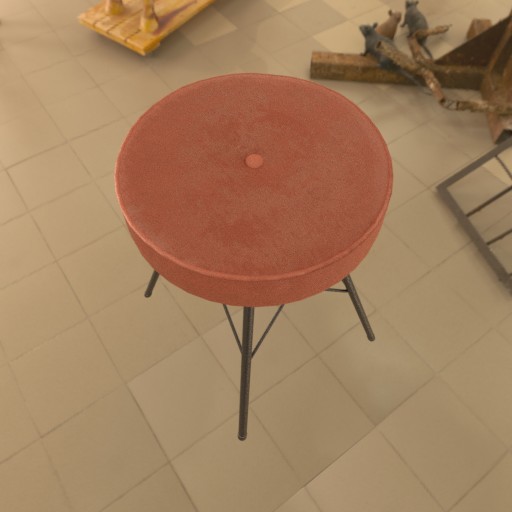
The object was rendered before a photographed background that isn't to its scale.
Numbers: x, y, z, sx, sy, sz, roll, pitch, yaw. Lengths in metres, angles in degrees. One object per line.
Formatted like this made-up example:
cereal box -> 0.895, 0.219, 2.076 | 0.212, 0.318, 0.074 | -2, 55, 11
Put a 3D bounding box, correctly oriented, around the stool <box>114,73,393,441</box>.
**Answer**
stool -> 0.000, 0.000, 0.895 | 0.421, 0.593, 0.457 | -32, 63, -18
